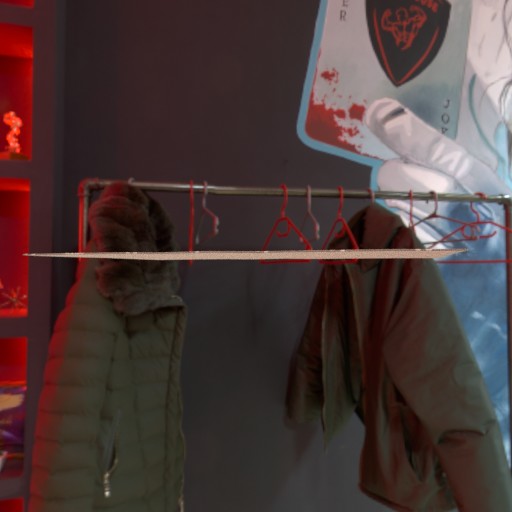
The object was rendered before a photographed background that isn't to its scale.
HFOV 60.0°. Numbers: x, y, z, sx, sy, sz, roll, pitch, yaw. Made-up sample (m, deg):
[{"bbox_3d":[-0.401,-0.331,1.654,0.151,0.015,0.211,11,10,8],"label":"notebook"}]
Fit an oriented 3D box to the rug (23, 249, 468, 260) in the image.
[{"bbox_3d":[0.000,0.000,2.165,1.748,0.010,1.142,0,-2,18],"label":"rug"}]
